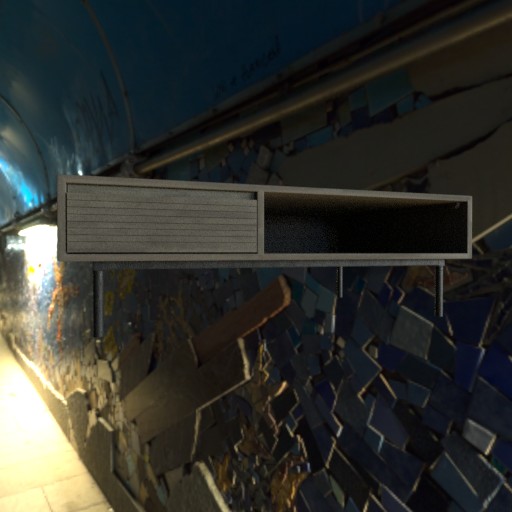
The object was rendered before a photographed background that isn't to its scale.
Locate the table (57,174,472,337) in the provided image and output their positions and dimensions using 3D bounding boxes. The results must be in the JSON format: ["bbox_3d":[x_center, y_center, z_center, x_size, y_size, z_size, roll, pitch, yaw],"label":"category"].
[{"bbox_3d":[0.000,0.000,1.392,1.088,0.347,0.643,0,1,-19],"label":"table"}]
